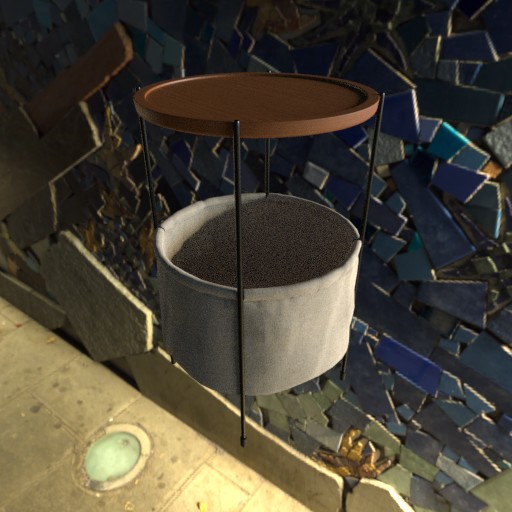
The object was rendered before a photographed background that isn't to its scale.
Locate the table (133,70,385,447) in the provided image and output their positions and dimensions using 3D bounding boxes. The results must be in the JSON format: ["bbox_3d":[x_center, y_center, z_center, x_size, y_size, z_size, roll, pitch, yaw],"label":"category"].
[{"bbox_3d":[0.000,0.000,0.872,0.393,0.623,0.393,-22,37,-32],"label":"table"}]
